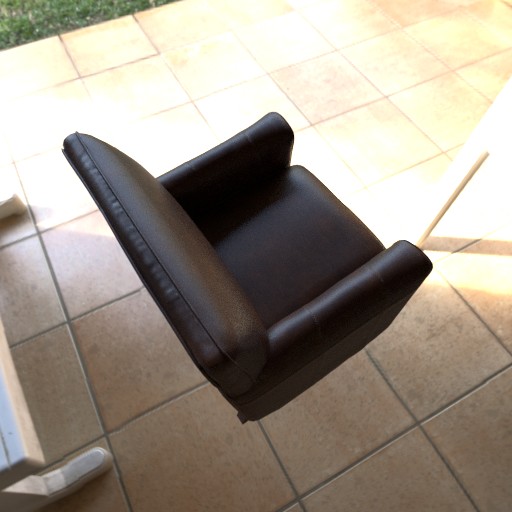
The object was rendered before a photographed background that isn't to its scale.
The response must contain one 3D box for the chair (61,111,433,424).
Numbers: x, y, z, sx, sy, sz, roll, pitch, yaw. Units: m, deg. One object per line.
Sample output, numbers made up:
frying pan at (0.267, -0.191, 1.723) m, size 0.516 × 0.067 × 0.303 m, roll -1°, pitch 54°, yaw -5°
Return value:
chair at (0.000, 0.000, 1.587) m, size 0.823 × 0.943 × 0.870 m, roll -30°, pitch 63°, yaw -17°
